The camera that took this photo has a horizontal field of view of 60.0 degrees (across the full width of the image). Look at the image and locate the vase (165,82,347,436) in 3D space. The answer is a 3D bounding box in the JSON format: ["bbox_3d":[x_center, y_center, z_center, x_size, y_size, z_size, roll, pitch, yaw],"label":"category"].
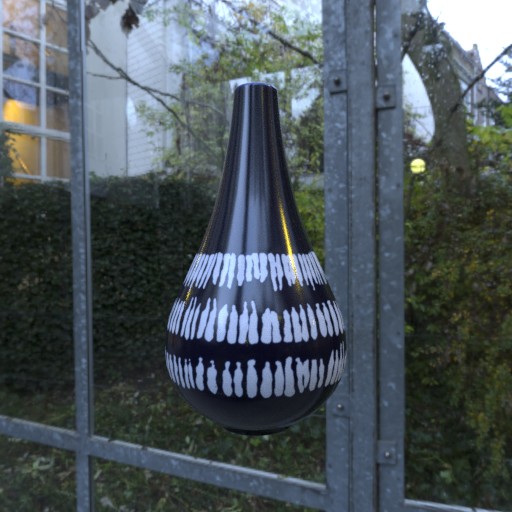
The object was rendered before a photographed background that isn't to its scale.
[{"bbox_3d":[0.000,0.000,0.394,0.159,0.295,0.159,0,1,0],"label":"vase"}]
